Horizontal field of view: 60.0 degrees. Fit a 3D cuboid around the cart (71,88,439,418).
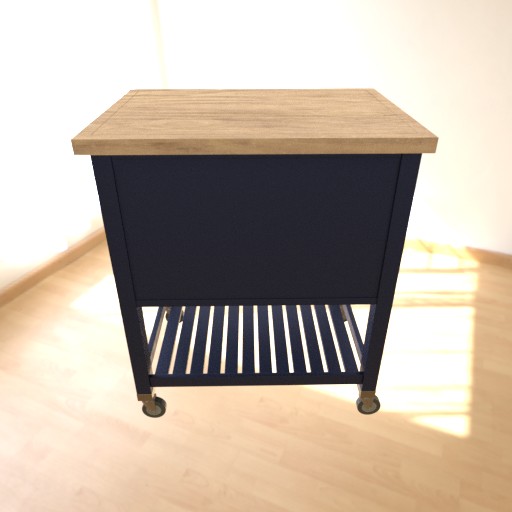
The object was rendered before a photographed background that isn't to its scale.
[{"bbox_3d":[0.000,0.000,1.424,0.797,0.920,0.567,-1,31,-1],"label":"cart"}]
